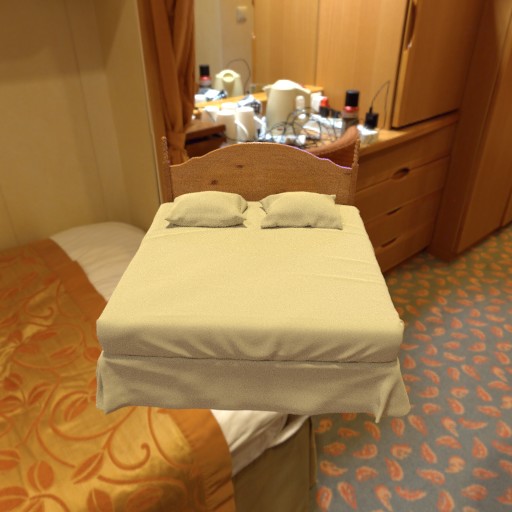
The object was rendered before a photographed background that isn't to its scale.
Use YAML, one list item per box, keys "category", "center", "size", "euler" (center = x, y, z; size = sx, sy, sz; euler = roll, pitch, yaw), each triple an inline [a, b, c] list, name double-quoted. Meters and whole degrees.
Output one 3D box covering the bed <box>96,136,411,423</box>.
- category: "bed"
  center: [0.000, 0.000, 3.651]
  size: [2.322, 1.355, 2.219]
  euler: [1, 31, 2]
